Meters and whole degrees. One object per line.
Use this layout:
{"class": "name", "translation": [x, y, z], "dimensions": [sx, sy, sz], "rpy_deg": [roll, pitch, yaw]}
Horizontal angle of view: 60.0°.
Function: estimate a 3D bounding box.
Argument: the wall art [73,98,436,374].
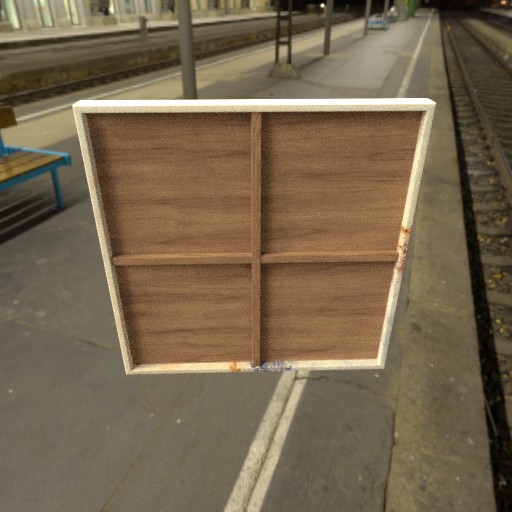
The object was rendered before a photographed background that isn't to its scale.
{"class": "wall art", "translation": [0.000, 0.000, 1.584], "dimensions": [1.061, 1.061, 0.071], "rpy_deg": [-1, 30, -2]}
